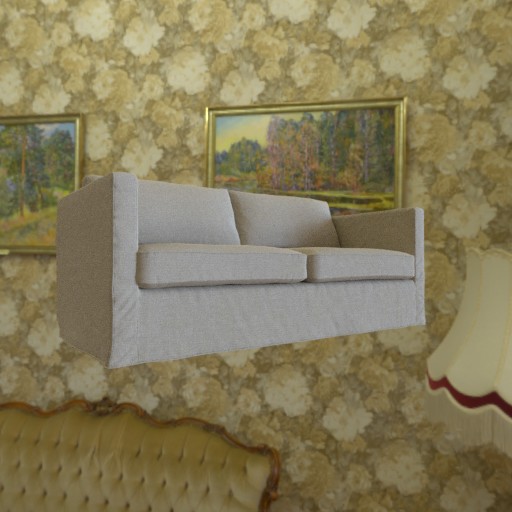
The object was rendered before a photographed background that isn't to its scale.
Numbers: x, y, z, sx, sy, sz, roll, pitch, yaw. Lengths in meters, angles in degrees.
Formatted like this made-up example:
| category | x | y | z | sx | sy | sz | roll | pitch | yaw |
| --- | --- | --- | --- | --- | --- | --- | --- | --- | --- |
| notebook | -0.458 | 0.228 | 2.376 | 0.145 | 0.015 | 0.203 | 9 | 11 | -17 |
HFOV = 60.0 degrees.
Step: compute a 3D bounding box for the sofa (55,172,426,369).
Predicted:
| category | x | y | z | sx | sy | sz | roll | pitch | yaw |
| --- | --- | --- | --- | --- | --- | --- | --- | --- | --- |
| sofa | 0.000 | 0.000 | 2.546 | 1.987 | 0.847 | 0.956 | 1 | -1 | -36 |
